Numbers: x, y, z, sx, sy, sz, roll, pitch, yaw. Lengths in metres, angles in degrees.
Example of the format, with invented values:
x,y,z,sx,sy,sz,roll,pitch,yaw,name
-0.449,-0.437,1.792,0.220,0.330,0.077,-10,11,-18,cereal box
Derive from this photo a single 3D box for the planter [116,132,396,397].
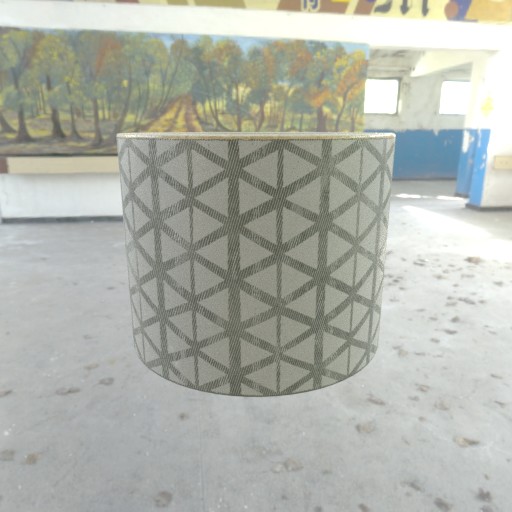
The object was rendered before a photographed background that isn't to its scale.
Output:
x,y,z,sx,sy,sz,roll,pitch,yaw,name
0.000,0.000,0.447,0.250,0.239,0.250,0,16,0,planter
